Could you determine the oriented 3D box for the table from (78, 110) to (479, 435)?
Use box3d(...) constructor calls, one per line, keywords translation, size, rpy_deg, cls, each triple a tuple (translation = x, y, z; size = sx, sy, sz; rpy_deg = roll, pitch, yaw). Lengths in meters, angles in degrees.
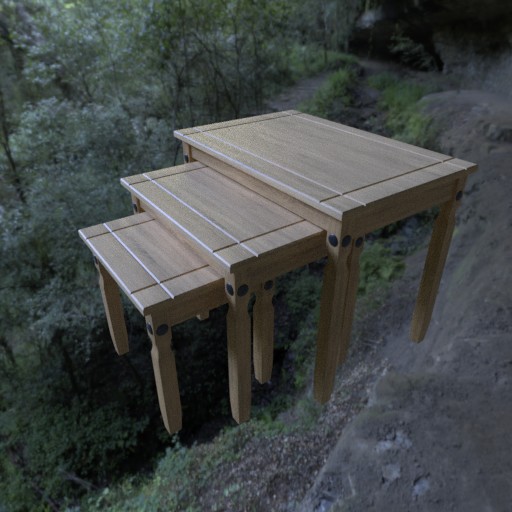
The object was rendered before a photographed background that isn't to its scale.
box3d(translation=(0.000, 0.000, 1.179), size=(0.773, 0.535, 0.660), rpy_deg=(-20, 37, -30), cls="table")
